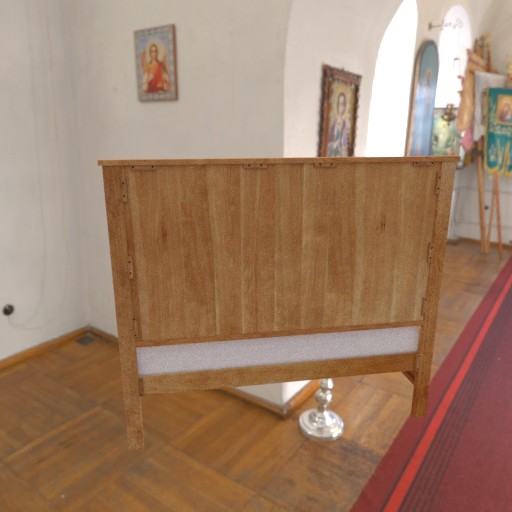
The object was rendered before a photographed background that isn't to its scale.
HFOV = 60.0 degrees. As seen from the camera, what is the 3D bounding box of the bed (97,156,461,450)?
[{"bbox_3d":[0.000,0.000,4.120,2.225,1.938,2.530,-3,16,-9],"label":"bed"}]
